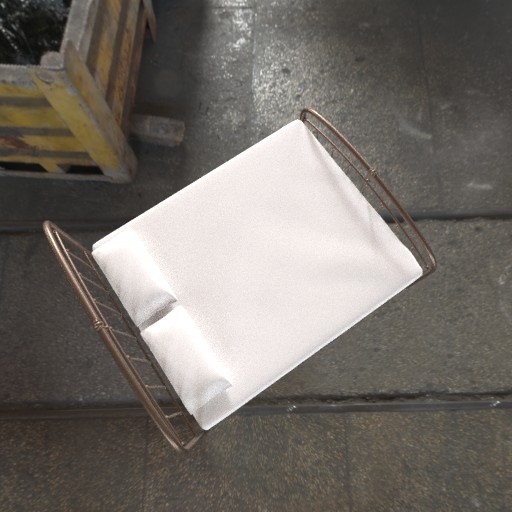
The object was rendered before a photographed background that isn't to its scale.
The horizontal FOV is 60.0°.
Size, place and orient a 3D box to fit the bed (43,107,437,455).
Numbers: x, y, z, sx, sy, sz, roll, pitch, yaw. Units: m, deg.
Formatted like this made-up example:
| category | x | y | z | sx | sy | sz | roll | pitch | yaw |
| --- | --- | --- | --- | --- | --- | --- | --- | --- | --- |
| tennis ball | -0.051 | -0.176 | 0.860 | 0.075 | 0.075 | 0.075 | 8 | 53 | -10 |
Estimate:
| category | x | y | z | sx | sy | sz | roll | pitch | yaw |
| --- | --- | --- | --- | --- | --- | --- | --- | --- | --- |
| bed | 0.000 | 0.000 | 3.282 | 2.168 | 1.475 | 1.711 | -34 | 77 | -9 |
